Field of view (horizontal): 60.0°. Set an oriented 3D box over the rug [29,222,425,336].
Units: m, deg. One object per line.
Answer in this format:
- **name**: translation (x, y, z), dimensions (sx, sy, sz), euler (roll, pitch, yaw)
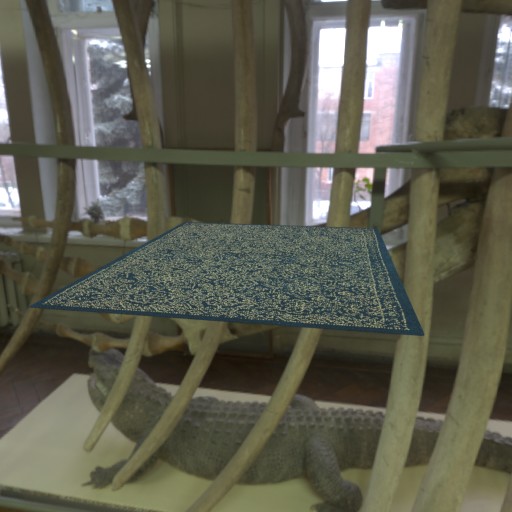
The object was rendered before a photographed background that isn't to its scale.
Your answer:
- **rug**: translation (0.000, 0.000, 4.093), dimensions (2.438, 0.010, 3.048), euler (3, 15, 10)
